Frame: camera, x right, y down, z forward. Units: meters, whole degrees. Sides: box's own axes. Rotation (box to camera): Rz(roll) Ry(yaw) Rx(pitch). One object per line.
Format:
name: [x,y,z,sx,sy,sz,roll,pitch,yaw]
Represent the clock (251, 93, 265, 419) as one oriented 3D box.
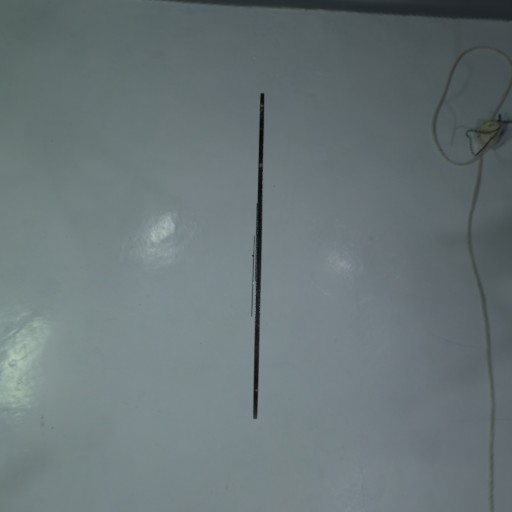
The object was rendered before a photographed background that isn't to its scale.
clock: [0.000,0.000,1.221,0.025,0.843,0.843,1,75,0]
